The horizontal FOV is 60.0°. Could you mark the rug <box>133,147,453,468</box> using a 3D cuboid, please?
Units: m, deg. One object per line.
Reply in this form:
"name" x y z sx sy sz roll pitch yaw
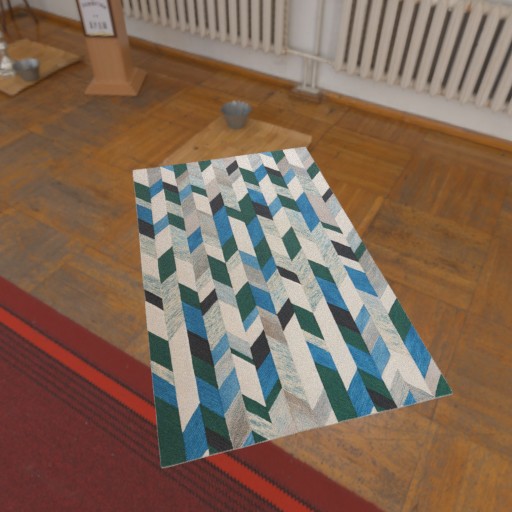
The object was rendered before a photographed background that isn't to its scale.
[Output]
"rug" 0.000 0.000 2.972 1.507 0.007 2.433 -10 46 -10
